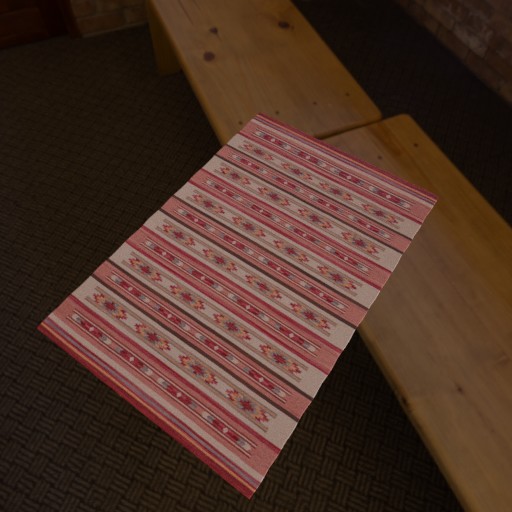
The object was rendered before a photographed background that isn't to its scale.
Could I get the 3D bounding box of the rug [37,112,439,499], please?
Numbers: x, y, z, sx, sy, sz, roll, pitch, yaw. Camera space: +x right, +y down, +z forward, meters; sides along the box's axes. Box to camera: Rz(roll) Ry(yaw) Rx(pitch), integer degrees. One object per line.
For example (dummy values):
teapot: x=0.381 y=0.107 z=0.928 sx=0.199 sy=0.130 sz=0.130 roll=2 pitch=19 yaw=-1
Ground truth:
rug: x=0.000 y=0.000 z=2.267 sx=1.223 sy=0.008 sz=1.817 roll=31 pitch=63 yaw=18
